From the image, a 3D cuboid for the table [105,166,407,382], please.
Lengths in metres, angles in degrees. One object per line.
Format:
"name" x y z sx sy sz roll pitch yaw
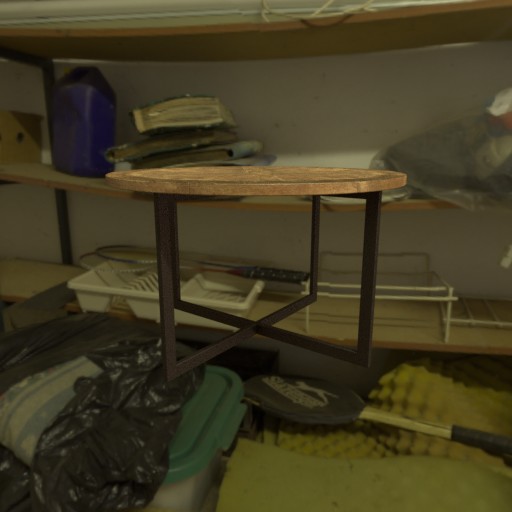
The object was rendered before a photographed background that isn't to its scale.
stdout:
"table" 0.000 0.000 2.048 1.264 0.762 1.264 0 14 0
